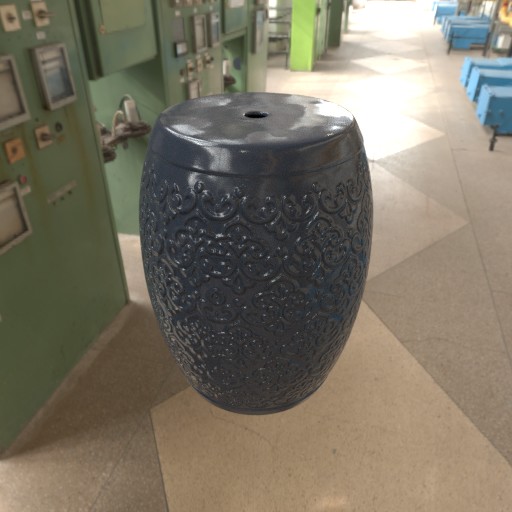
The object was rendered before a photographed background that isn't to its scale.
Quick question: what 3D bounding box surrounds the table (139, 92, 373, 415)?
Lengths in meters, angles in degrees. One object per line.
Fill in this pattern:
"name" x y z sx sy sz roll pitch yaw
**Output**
"table" 0.000 0.000 0.625 0.309 0.397 0.309 0 33 0
